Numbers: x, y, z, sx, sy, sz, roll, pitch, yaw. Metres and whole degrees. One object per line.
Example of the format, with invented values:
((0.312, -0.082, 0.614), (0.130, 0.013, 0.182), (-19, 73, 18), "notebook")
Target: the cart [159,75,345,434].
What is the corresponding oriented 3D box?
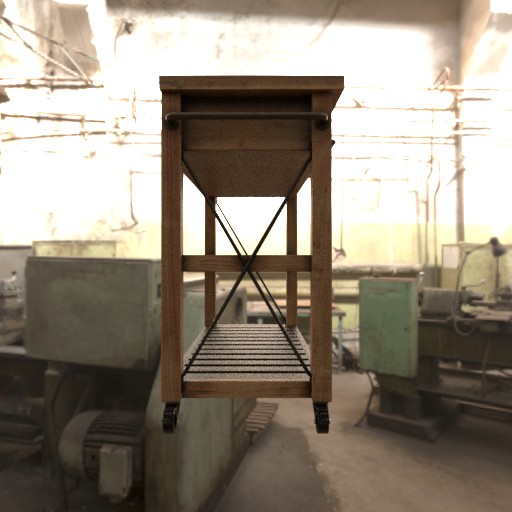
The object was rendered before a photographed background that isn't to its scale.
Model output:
((0.000, 0.000, 1.002), (0.298, 0.554, 0.686), (0, 0, 0), "cart")
